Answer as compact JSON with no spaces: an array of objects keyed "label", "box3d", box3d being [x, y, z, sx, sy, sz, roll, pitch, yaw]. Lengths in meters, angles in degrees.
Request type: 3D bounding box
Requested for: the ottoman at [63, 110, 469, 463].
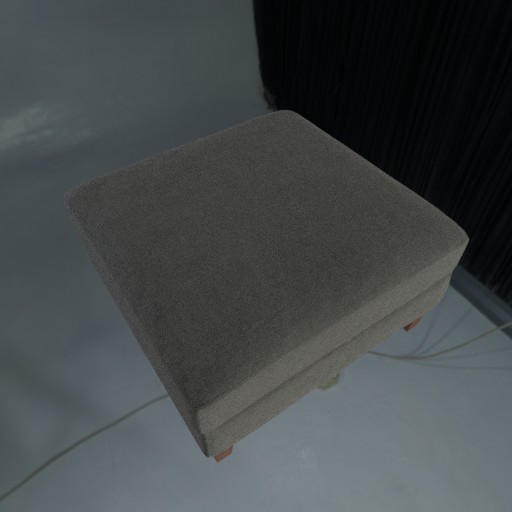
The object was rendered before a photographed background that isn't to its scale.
[{"label":"ottoman","box3d":[0.000,0.000,1.409,0.881,0.482,0.861,-27,53,-22]}]
